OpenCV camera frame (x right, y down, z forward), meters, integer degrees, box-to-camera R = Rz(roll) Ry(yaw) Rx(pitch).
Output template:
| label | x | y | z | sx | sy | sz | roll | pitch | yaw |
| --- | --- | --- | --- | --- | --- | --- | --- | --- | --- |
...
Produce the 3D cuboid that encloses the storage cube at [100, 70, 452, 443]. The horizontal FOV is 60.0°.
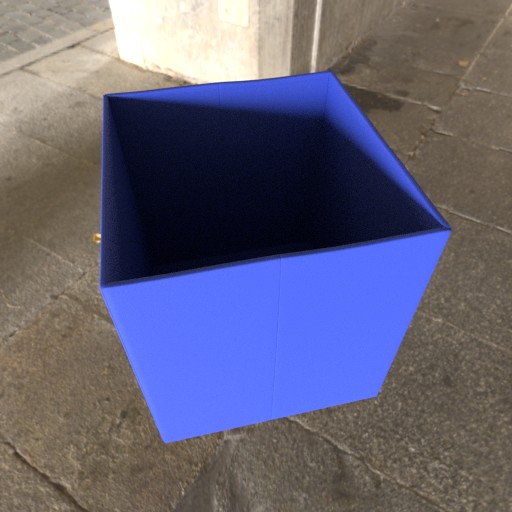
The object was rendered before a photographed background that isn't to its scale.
| label | x | y | z | sx | sy | sz | roll | pitch | yaw |
| --- | --- | --- | --- | --- | --- | --- | --- | --- | --- |
| storage cube | 0.000 | 0.000 | 0.495 | 0.270 | 0.280 | 0.270 | -9 | 48 | -9 |
